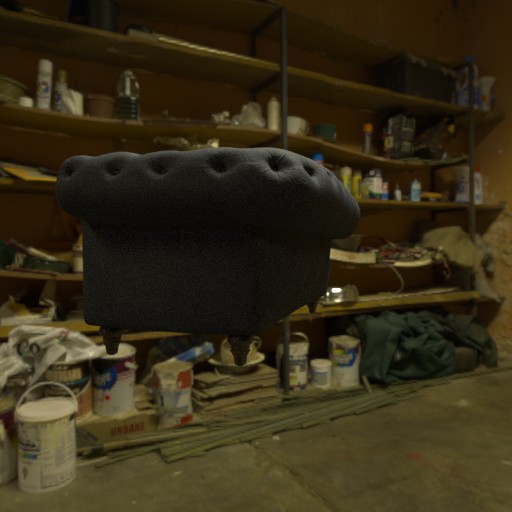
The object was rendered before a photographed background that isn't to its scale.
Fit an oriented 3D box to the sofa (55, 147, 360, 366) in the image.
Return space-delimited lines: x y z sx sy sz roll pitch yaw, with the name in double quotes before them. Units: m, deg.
"sofa" 0.000 0.000 2.481 1.082 0.833 1.988 0 1 18
